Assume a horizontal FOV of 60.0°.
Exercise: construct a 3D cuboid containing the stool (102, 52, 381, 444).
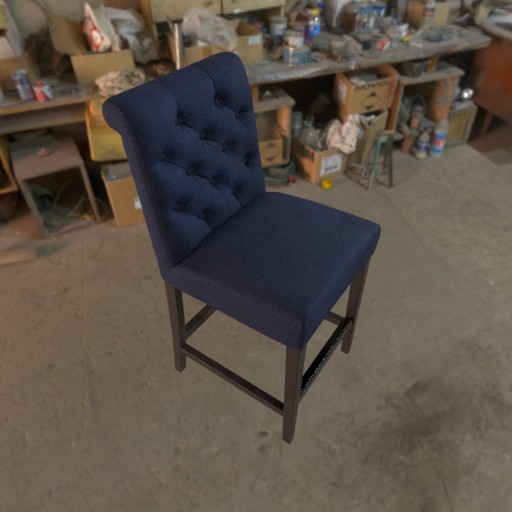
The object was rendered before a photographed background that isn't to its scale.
[{"bbox_3d":[0.000,0.000,1.362,0.601,1.010,0.493,24,46,25],"label":"stool"}]
